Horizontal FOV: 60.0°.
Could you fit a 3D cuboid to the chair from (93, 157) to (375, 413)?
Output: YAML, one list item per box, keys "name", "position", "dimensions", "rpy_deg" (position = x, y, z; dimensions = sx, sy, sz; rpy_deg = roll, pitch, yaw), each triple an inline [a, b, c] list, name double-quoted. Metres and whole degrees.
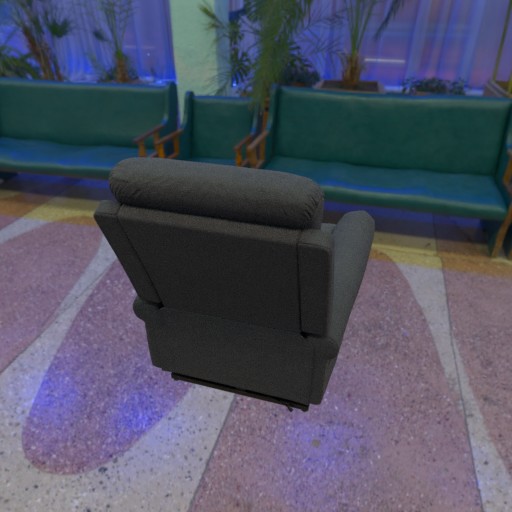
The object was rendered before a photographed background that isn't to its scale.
- name: "chair"
  position: [0.000, 0.000, 1.754]
  dimensions: [0.871, 1.031, 0.979]
  rpy_deg: [9, 34, 14]
